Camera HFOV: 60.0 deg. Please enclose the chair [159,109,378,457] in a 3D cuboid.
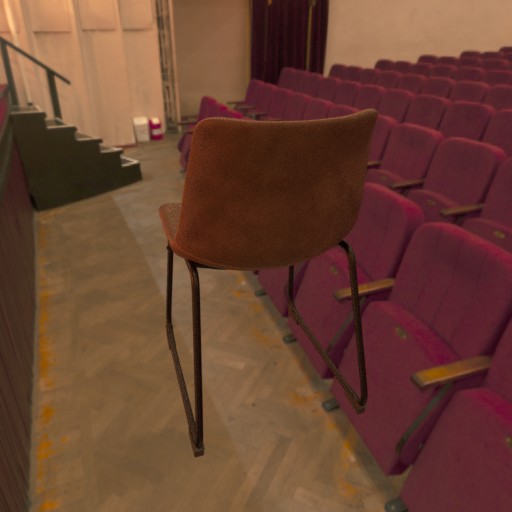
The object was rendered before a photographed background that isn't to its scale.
[{"bbox_3d":[0.000,0.000,1.141,0.460,0.780,0.551,-8,28,-16],"label":"chair"}]
